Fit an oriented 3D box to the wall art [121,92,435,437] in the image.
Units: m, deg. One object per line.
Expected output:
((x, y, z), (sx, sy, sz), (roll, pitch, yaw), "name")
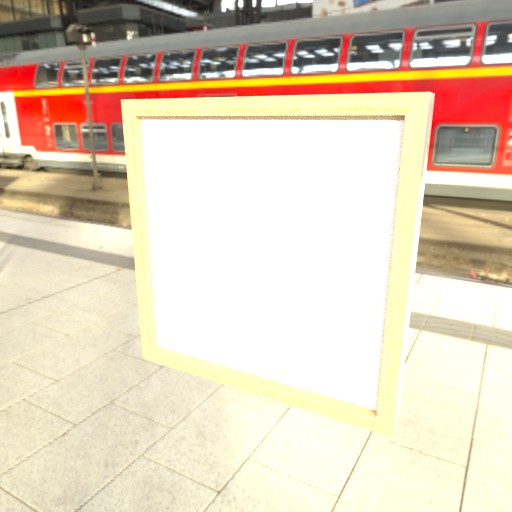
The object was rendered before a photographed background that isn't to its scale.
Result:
((0.000, 0.000, 0.449), (0.303, 0.303, 0.028), (9, 19, 27), "wall art")
